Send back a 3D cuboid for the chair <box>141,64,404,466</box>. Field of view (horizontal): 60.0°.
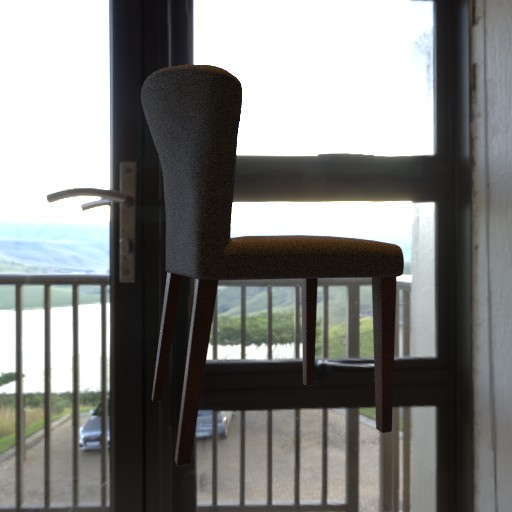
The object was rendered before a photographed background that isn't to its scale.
[{"bbox_3d":[0.000,0.000,1.172,0.589,0.839,0.491,0,0,-20],"label":"chair"}]
